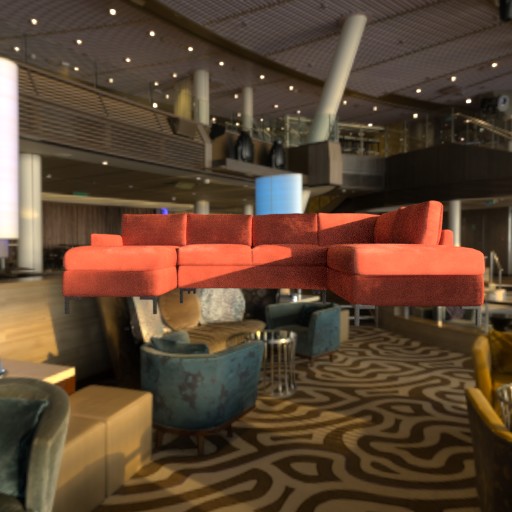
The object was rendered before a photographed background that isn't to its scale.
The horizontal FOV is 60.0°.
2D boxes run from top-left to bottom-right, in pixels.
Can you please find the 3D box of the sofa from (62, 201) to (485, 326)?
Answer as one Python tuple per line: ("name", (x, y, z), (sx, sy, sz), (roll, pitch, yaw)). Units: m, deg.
("sofa", (0.000, 0.000, 3.803), (2.971, 0.858, 1.981), (0, 1, 1))
